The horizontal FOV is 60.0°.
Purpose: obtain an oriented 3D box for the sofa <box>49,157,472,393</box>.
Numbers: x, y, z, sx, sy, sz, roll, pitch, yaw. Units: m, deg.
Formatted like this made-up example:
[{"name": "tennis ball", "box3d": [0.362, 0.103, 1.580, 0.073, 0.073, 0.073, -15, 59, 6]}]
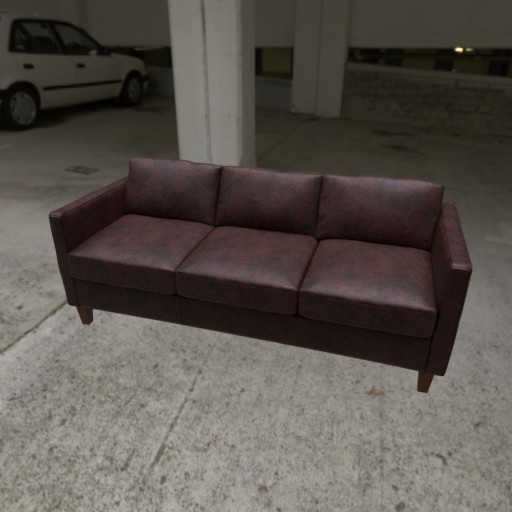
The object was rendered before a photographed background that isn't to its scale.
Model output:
[{"name": "sofa", "box3d": [0.000, 0.000, 2.943, 2.464, 1.006, 1.045, 8, 27, 15]}]
